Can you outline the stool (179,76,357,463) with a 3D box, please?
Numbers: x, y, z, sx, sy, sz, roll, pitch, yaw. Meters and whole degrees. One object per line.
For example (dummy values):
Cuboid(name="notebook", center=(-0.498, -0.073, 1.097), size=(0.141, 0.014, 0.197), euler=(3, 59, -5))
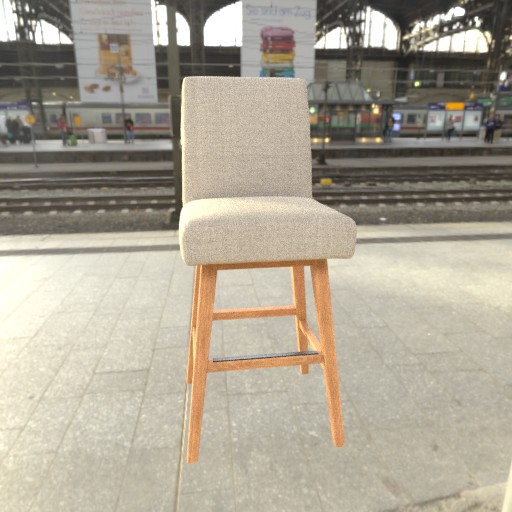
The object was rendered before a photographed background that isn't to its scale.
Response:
Cuboid(name="stool", center=(0.000, 0.000, 1.409), size=(0.483, 1.106, 0.569), euler=(-2, 17, -8))
